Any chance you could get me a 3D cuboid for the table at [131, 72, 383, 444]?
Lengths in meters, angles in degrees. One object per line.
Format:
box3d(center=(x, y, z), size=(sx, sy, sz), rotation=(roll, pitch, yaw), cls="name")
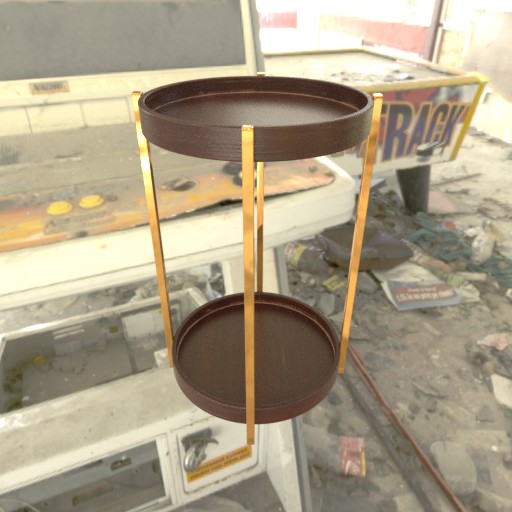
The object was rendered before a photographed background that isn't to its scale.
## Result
box3d(center=(0.000, 0.000, 0.867), size=(0.400, 0.610, 0.400), rotation=(2, 31, 3), cls="table")
